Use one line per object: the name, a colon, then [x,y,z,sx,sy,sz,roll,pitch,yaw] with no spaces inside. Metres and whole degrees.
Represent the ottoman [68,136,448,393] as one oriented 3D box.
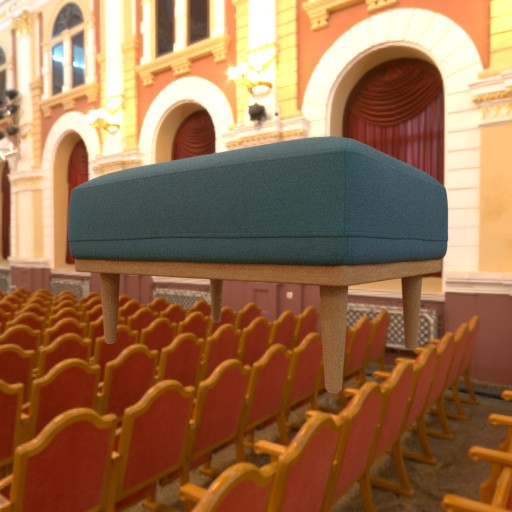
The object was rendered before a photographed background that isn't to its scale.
ottoman: [0.000,0.000,1.048,0.749,0.428,0.549,1,1,37]
